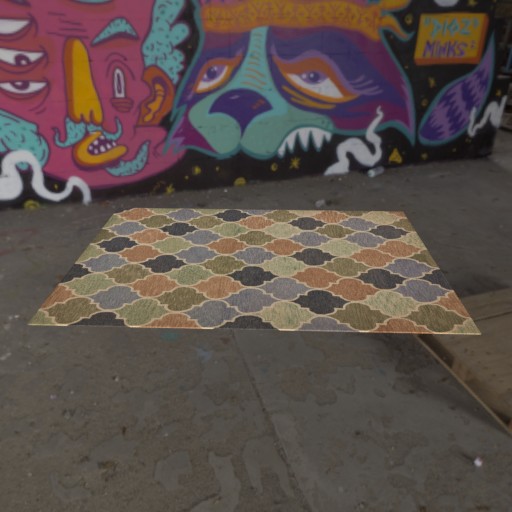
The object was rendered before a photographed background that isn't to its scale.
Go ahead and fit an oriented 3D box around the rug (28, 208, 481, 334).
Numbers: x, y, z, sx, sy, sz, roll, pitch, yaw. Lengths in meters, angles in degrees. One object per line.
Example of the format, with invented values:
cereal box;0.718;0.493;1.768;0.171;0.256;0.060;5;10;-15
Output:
rug;0.000;0.000;2.317;1.828;0.006;1.216;1;29;2
